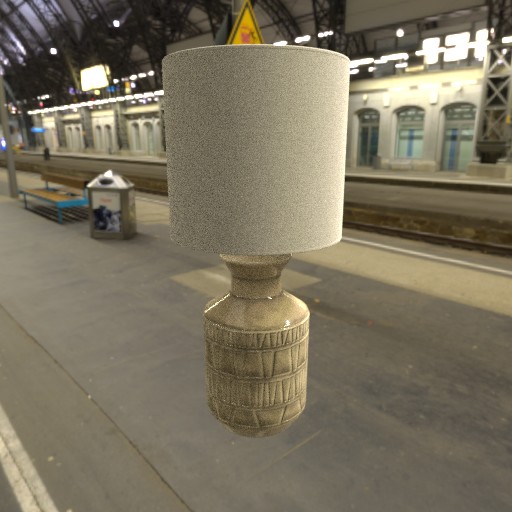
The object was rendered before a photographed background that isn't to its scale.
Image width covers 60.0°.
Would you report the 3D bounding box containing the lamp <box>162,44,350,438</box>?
[{"bbox_3d":[0.000,0.000,0.564,0.211,0.455,0.211,7,16,26],"label":"lamp"}]
